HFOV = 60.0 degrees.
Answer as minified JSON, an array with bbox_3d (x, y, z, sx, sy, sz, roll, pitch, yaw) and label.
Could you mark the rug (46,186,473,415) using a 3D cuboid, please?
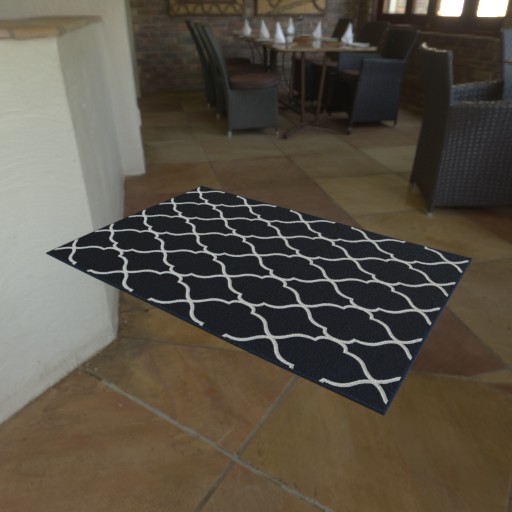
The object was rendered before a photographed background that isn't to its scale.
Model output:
[{"bbox_3d":[0.000,0.000,2.841,2.290,0.014,1.526,19,34,30],"label":"rug"}]
